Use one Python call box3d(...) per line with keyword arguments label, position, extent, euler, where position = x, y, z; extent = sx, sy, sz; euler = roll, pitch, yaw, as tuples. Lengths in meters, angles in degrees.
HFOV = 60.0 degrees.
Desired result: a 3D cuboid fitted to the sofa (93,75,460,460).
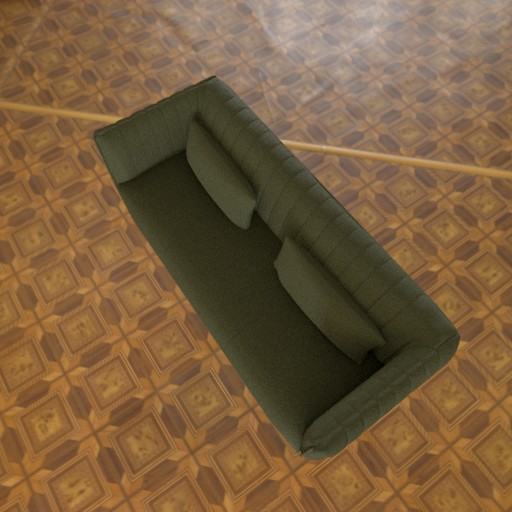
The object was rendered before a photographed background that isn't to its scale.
box3d(label="sofa", position=(0.000, 0.000, 2.569), extent=(0.896, 0.793, 2.137), euler=(-32, 67, -15))
